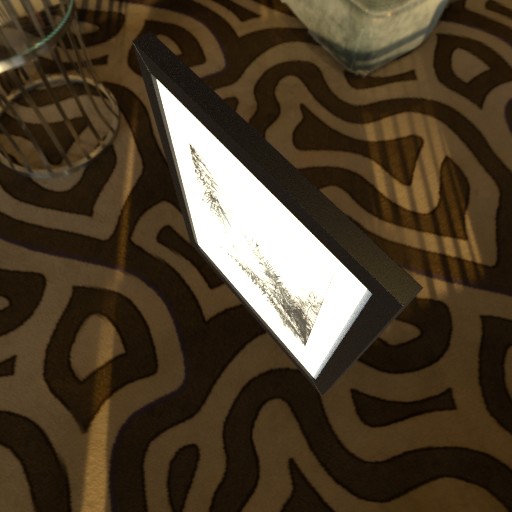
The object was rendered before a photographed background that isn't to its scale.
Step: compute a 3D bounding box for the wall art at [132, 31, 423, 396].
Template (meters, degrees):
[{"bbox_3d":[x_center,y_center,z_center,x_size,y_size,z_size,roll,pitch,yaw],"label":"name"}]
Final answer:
[{"bbox_3d":[0.000,0.000,0.737,0.028,0.557,0.457,-37,70,-16],"label":"wall art"}]
